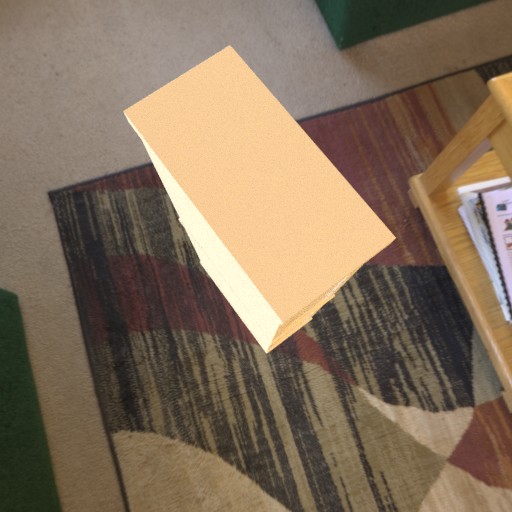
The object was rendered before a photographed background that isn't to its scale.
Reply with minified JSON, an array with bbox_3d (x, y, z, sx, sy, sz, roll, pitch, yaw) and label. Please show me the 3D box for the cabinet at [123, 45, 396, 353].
[{"bbox_3d":[0.000,0.000,2.107,0.390,1.829,0.754,-36,78,-9],"label":"cabinet"}]
